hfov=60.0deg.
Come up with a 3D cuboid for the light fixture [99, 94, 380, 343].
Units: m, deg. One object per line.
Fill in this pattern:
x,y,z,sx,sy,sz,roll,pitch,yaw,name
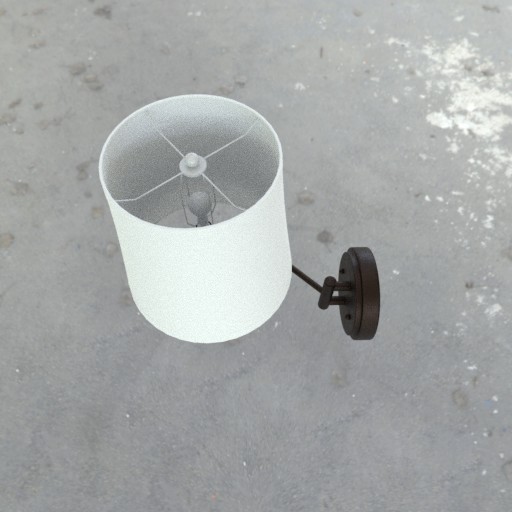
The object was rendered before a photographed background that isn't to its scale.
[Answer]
0.000,0.000,0.266,0.157,0.172,0.100,-1,59,-1,light fixture
